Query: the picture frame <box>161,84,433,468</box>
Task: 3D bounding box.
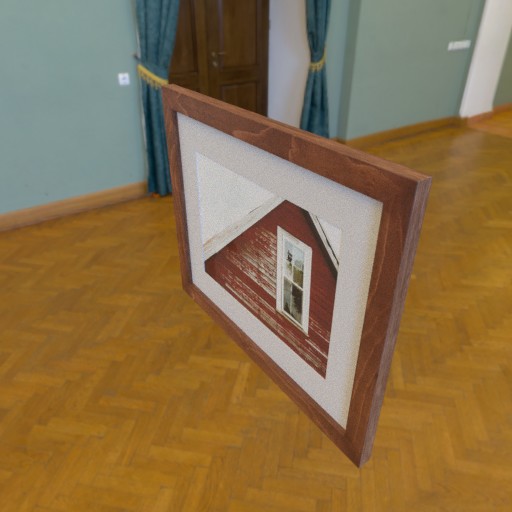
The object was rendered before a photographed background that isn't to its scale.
[{"bbox_3d":[0.000,0.000,0.741,0.025,0.457,0.559,-21,37,-30],"label":"picture frame"}]
